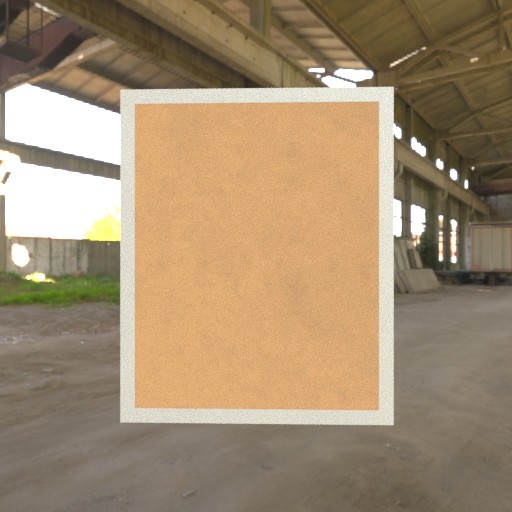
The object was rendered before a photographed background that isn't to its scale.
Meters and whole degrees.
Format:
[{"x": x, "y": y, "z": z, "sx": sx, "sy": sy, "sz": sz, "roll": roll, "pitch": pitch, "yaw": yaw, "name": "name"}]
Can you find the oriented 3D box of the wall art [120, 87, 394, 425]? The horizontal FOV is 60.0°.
[{"x": 0.000, "y": 0.000, "z": 1.085, "sx": 0.661, "sy": 0.811, "sz": 0.026, "roll": 0, "pitch": 0, "yaw": 2, "name": "wall art"}]
